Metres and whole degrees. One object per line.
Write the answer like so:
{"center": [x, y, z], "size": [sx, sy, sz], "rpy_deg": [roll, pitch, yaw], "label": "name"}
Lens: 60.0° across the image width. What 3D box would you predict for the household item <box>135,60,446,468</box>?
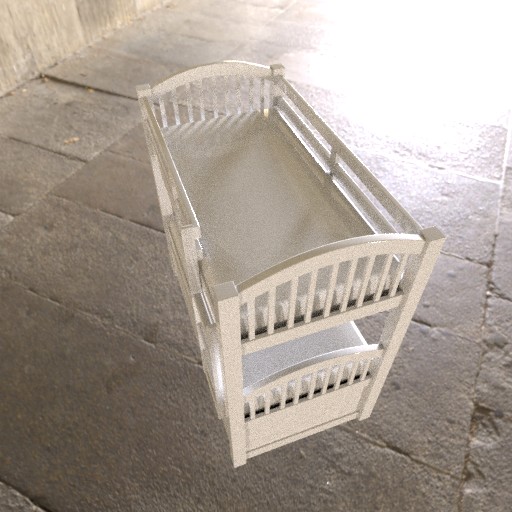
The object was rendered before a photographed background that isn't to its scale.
{"center": [0.000, 0.000, 3.237], "size": [1.143, 2.032, 2.032], "rpy_deg": [-15, 48, -14], "label": "household item"}
